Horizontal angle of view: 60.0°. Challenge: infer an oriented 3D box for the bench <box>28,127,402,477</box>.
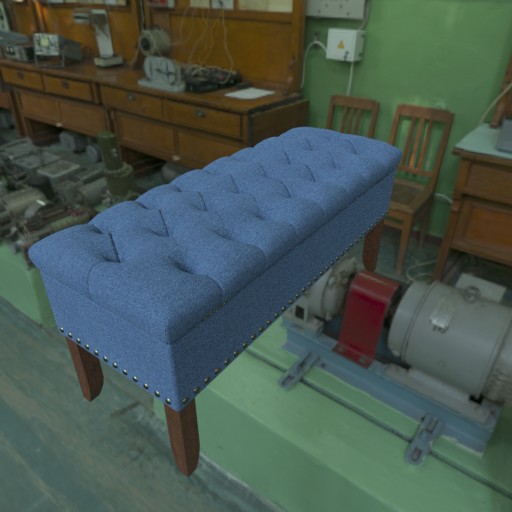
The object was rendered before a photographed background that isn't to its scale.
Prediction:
[{"bbox_3d":[0.000,0.000,1.278,0.417,0.492,1.052,21,38,30],"label":"bench"}]
